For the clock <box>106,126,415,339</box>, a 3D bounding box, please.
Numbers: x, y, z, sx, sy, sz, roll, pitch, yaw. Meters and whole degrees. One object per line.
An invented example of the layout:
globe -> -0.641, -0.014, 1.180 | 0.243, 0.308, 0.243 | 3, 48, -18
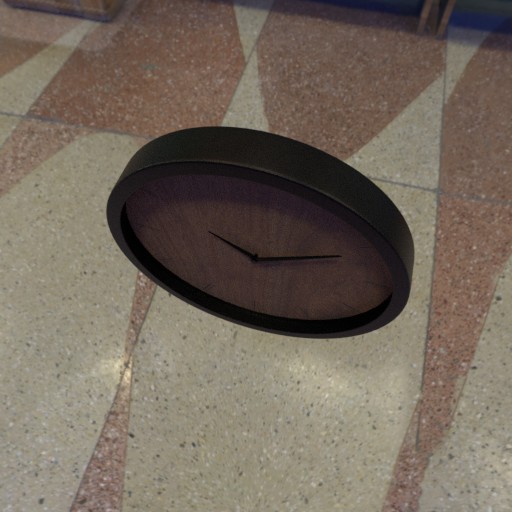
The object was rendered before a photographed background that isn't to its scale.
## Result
clock -> 0.000, 0.000, 0.468 | 0.314, 0.314, 0.040 | 14, 60, 8
